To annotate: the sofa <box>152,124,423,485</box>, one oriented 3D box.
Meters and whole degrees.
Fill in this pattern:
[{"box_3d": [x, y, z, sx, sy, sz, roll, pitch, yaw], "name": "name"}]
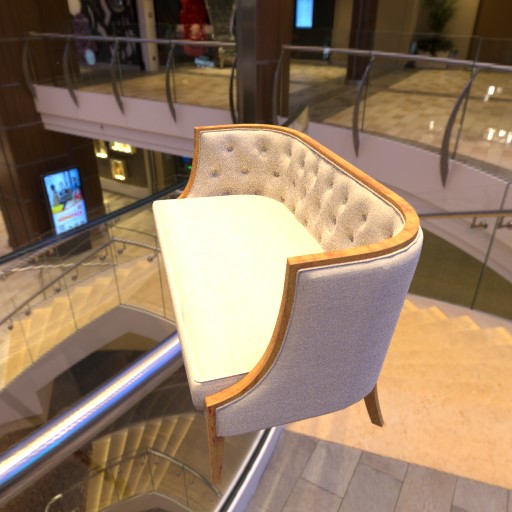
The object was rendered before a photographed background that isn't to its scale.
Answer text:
[{"box_3d": [0.000, 0.000, 1.894, 0.770, 0.775, 1.474, -8, 31, -14], "name": "sofa"}]
